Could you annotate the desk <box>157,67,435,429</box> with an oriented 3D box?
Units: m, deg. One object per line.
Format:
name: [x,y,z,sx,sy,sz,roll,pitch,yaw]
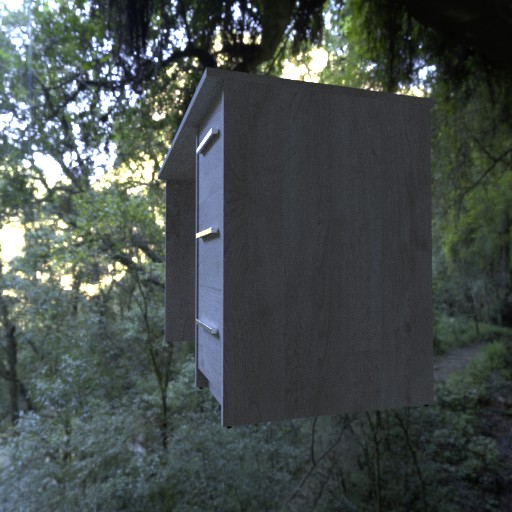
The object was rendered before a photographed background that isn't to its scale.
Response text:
desk: [0.000,0.000,1.499,0.560,0.735,1.097,1,-2,-18]
